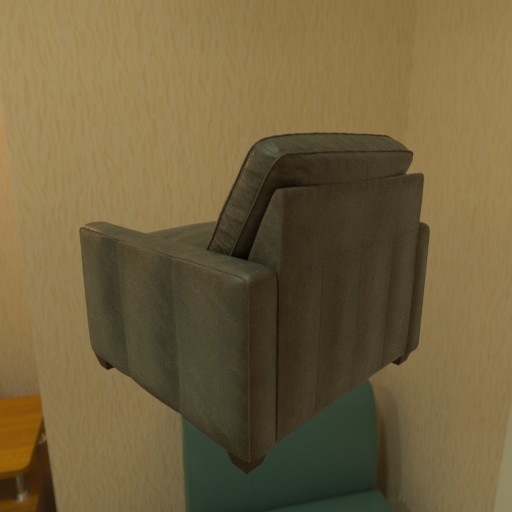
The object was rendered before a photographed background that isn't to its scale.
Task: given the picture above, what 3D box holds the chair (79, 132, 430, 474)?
[{"bbox_3d":[0.000,0.000,1.716,1.006,0.916,0.939,-14,20,-43],"label":"chair"}]
